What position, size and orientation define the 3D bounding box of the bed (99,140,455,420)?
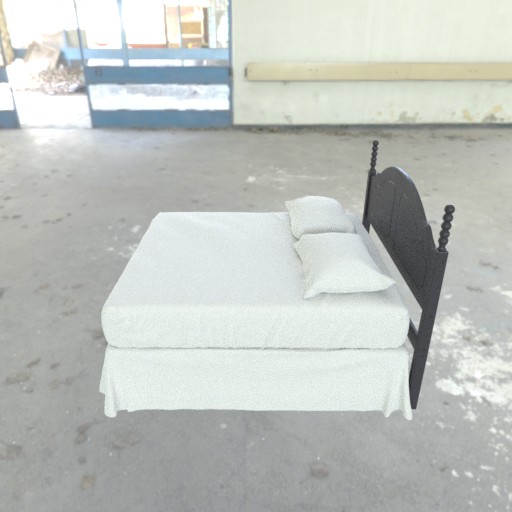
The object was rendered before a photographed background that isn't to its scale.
[{"bbox_3d":[0.000,0.000,3.242,2.040,1.356,1.873,0,26,0],"label":"bed"}]
